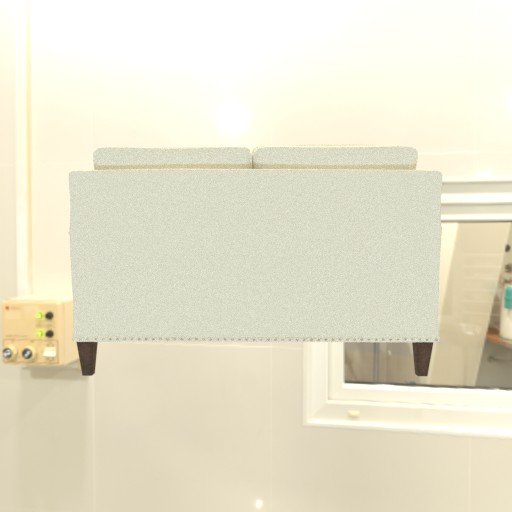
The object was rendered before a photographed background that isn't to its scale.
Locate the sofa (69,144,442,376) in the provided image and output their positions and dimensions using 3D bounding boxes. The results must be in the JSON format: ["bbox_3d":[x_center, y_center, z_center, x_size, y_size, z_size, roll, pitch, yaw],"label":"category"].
[{"bbox_3d":[0.000,0.000,2.310,1.597,1.003,1.084,0,2,0],"label":"sofa"}]
